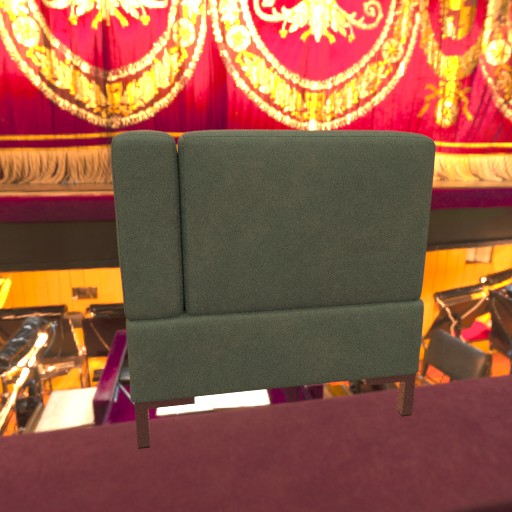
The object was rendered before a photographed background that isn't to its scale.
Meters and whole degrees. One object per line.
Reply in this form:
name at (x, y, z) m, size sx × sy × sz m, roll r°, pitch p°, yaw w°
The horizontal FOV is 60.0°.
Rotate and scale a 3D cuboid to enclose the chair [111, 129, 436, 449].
chair at (0.000, 0.000, 1.231) m, size 0.680 × 0.660 × 0.680 m, roll -3°, pitch 15°, yaw -11°
